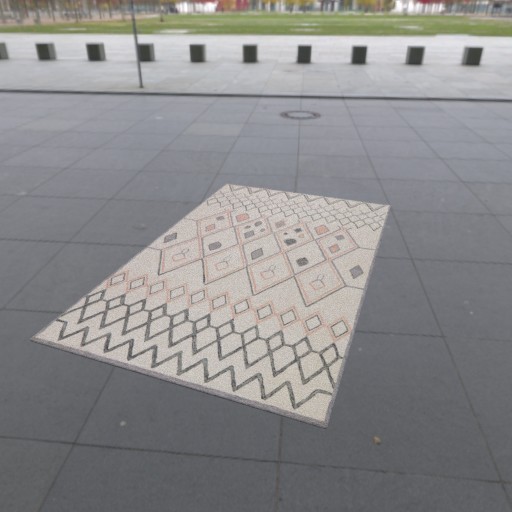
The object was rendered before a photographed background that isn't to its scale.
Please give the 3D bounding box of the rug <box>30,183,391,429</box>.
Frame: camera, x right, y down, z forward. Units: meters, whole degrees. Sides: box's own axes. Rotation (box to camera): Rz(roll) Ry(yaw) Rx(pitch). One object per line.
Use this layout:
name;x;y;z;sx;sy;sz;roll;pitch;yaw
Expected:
rug;0.000;0.000;2.996;1.524;0.015;2.438;10;31;18
